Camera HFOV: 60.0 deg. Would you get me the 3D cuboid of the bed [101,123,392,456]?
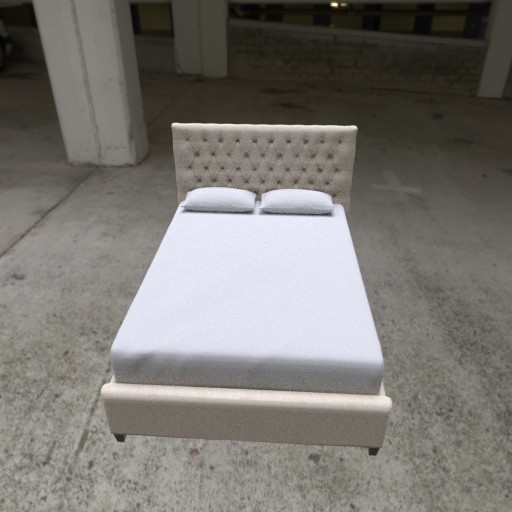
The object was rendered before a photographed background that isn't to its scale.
[{"bbox_3d":[0.000,0.000,3.404,1.698,1.427,2.387,2,31,3],"label":"bed"}]
